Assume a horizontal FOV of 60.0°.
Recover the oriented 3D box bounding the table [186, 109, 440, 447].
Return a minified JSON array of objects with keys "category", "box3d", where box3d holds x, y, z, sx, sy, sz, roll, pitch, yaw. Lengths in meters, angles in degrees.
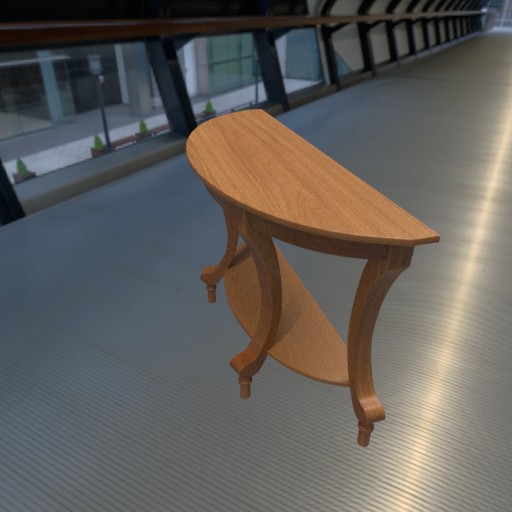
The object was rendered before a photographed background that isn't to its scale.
[{"category":"table","box3d":[0.000,0.000,1.481,0.394,0.692,1.198,-8,31,-14]}]
